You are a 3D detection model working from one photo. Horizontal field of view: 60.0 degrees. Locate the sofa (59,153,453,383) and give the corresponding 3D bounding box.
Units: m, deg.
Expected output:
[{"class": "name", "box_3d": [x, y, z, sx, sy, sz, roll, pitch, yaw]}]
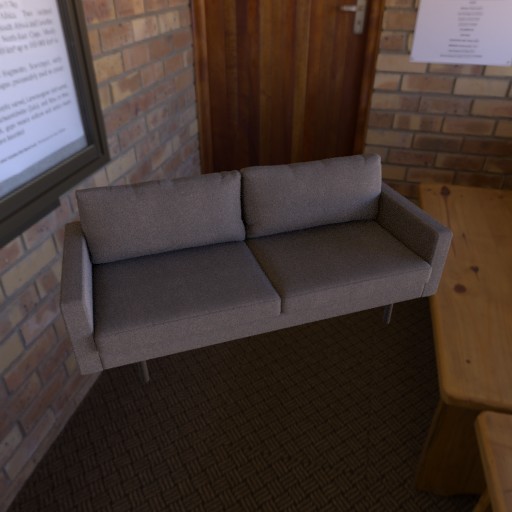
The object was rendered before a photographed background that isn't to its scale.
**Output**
[{"class": "sofa", "box_3d": [0.000, 0.000, 2.652, 2.100, 0.880, 0.880, -10, 34, -15]}]
